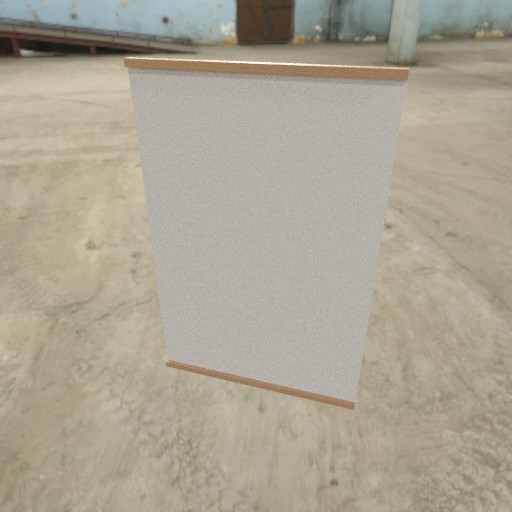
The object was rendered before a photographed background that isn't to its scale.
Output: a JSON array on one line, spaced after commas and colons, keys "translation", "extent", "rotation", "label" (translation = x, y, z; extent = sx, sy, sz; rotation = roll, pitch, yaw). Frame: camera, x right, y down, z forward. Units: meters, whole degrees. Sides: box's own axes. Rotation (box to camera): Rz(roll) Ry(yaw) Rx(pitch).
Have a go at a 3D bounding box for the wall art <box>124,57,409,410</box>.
[{"translation": [0.000, 0.000, 0.759], "extent": [0.401, 0.611, 0.016], "rotation": [9, 31, 15], "label": "wall art"}]
